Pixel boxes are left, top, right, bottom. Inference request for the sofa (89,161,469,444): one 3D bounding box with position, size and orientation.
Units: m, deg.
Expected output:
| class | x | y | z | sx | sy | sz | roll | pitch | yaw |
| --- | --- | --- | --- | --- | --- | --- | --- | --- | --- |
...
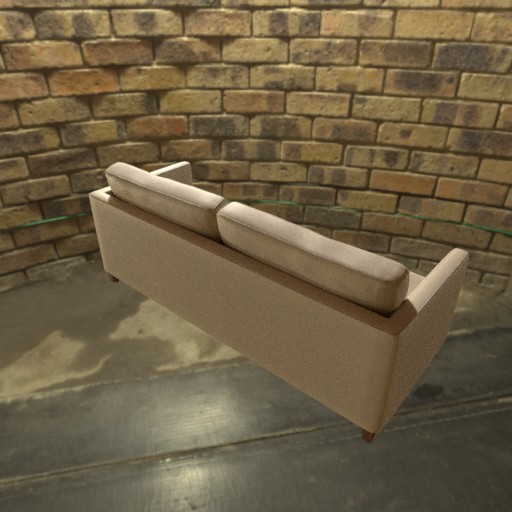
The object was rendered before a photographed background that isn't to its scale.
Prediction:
| class | x | y | z | sx | sy | sz | roll | pitch | yaw |
| --- | --- | --- | --- | --- | --- | --- | --- | --- | --- |
| sofa | 0.000 | 0.000 | 2.925 | 2.361 | 0.968 | 0.951 | 24 | 38 | 34 |
